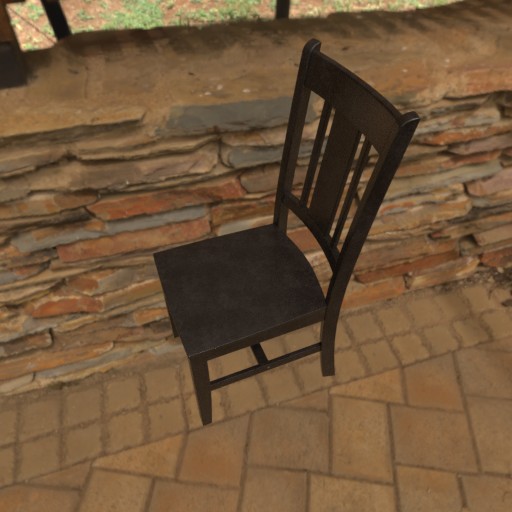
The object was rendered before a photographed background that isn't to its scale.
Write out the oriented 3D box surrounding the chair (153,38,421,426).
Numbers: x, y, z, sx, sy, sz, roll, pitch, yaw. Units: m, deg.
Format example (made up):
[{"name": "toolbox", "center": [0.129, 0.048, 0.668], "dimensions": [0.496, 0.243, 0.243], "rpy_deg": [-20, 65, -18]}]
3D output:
[{"name": "chair", "center": [0.000, 0.000, 1.294], "dimensions": [0.555, 0.998, 0.450], "rpy_deg": [-16, 48, -15]}]
